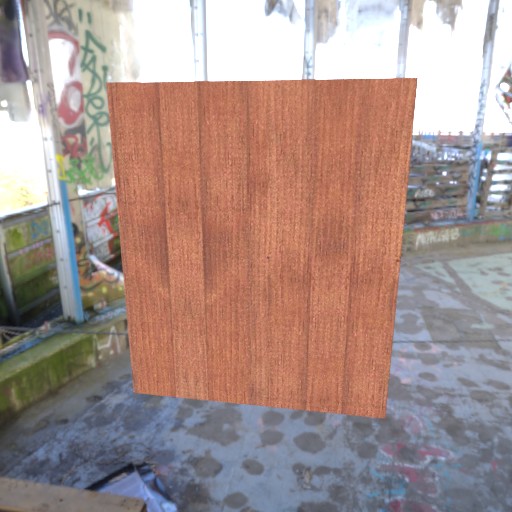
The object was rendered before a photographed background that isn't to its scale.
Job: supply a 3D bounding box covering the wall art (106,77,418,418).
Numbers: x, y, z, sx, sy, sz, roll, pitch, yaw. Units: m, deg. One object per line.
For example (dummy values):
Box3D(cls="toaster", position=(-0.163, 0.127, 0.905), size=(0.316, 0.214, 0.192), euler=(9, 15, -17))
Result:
Box3D(cls="wall art", position=(0.000, 0.000, 0.611), size=(0.377, 0.449, 0.039), euler=(3, 17, 9))
